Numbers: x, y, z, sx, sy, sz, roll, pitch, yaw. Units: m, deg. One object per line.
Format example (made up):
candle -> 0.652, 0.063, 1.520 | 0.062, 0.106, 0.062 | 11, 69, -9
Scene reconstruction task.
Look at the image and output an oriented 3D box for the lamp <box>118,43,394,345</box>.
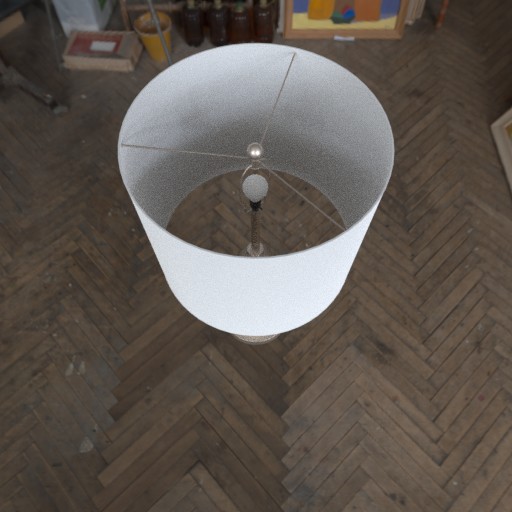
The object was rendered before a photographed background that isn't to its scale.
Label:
lamp -> 0.000, 0.000, 0.684 | 0.277, 0.538, 0.277 | -34, 68, -16
